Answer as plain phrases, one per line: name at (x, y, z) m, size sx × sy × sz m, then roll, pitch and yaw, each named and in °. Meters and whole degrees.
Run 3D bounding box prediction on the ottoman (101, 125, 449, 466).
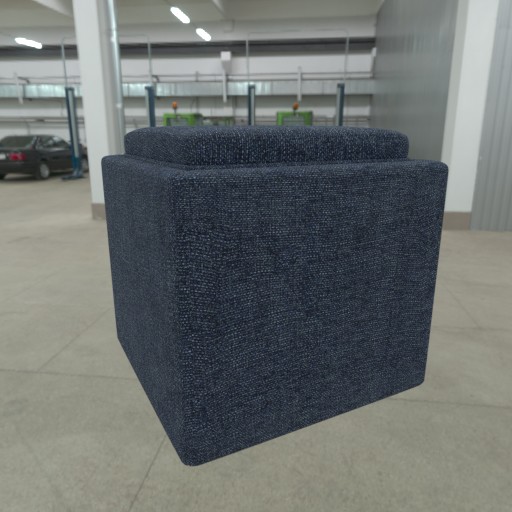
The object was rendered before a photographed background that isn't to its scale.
ottoman at (0.000, 0.000, 0.813) m, size 0.450 × 0.460 × 0.450 m, roll -8°, pitch 18°, yaw -27°
